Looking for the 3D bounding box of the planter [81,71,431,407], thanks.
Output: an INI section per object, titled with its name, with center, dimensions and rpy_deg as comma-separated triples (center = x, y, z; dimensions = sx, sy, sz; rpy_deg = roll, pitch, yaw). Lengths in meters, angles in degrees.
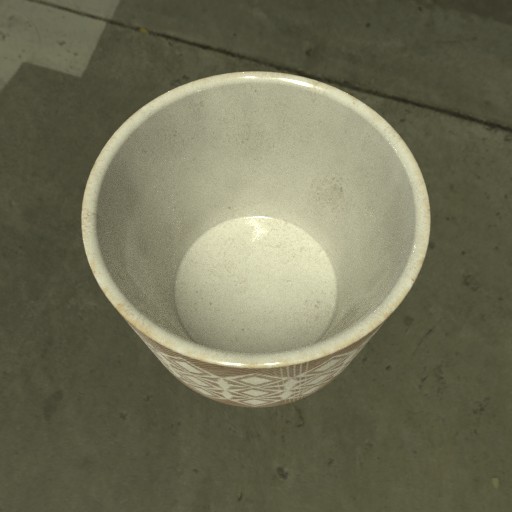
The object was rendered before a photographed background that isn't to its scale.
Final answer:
[planter]
center = 0.000, 0.000, 0.209
dimensions = 0.126, 0.104, 0.126
rpy_deg = 0, 64, 0
